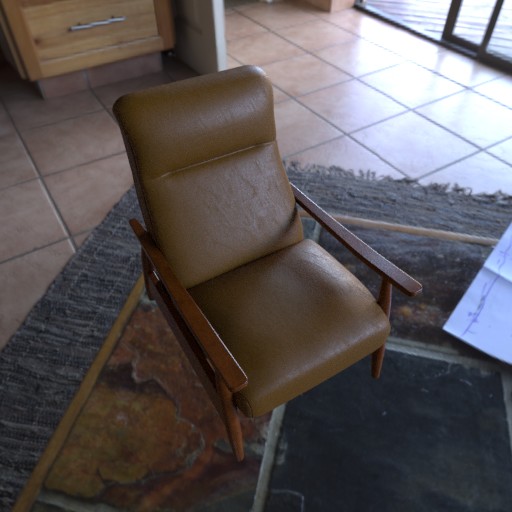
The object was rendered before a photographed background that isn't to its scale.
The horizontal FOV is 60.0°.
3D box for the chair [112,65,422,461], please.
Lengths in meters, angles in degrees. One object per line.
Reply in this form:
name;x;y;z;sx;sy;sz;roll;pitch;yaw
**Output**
chair;0.000;0.000;1.766;0.762;1.082;1.014;-23;50;-21
